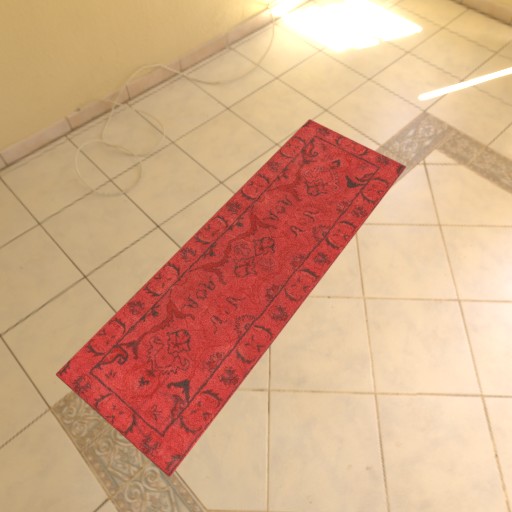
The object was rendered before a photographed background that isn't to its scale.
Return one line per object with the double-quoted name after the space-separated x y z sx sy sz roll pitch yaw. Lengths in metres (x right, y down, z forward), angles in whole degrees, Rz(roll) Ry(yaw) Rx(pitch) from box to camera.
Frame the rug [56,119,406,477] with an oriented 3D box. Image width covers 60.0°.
0.000 0.000 2.717 0.813 0.018 2.439 32 63 18 "rug"
